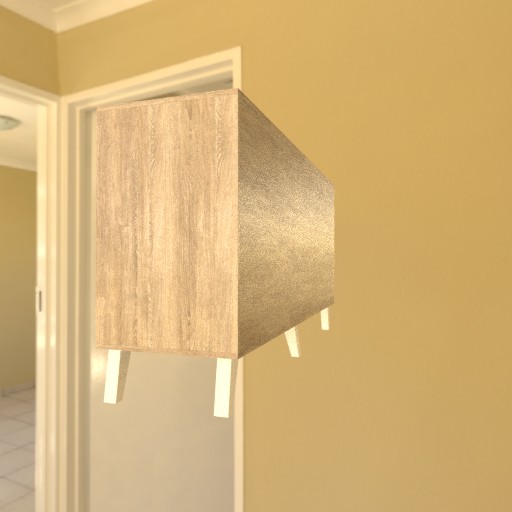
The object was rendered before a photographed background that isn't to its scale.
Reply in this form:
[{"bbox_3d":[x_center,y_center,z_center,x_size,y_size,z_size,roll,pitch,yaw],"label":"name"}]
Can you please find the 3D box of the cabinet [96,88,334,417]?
[{"bbox_3d":[0.000,0.000,1.993,0.450,0.870,1.600,0,-1,19],"label":"cabinet"}]
